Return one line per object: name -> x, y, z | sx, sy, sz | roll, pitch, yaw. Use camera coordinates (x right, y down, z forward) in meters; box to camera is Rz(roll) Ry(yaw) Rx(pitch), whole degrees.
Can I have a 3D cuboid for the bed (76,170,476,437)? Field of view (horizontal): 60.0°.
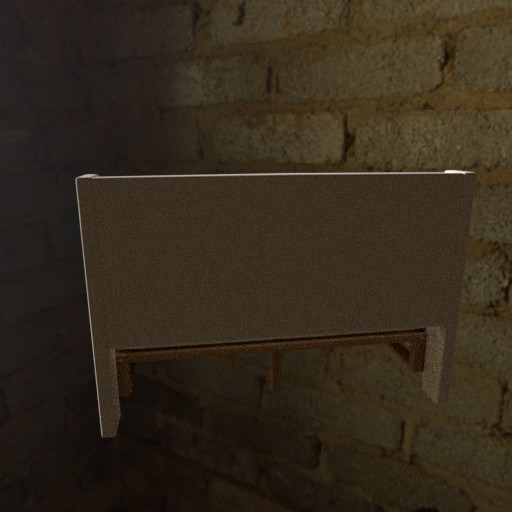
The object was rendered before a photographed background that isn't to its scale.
bed -> 0.000, 0.000, 3.580 | 2.145, 1.471, 2.293 | -2, 15, -9
